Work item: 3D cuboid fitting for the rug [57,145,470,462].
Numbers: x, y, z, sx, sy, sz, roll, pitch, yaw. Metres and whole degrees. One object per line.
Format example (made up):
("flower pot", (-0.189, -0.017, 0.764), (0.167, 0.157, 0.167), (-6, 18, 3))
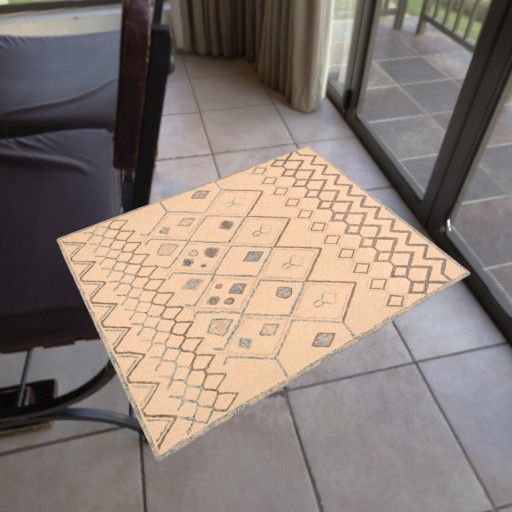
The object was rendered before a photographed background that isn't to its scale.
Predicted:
("rug", (0.000, 0.000, 4.155), (3.056, 0.013, 2.441), (-25, 52, -21))
